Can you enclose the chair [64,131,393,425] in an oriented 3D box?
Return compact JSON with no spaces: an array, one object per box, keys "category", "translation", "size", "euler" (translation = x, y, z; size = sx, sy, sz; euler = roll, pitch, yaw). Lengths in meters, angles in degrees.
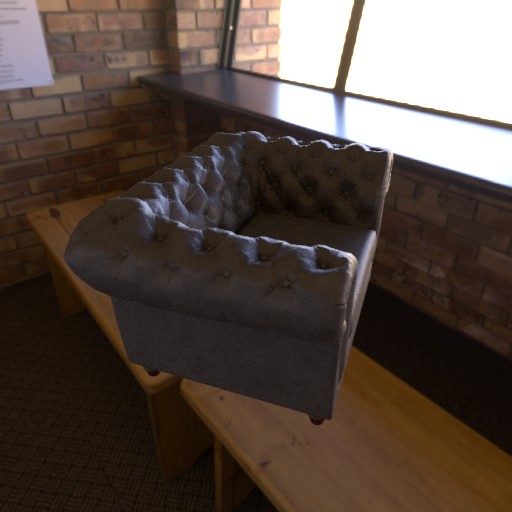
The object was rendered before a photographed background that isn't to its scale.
[{"category":"chair","translation":[0.000,0.000,1.901],"size":[0.943,0.780,1.298],"euler":[11,32,17]}]
